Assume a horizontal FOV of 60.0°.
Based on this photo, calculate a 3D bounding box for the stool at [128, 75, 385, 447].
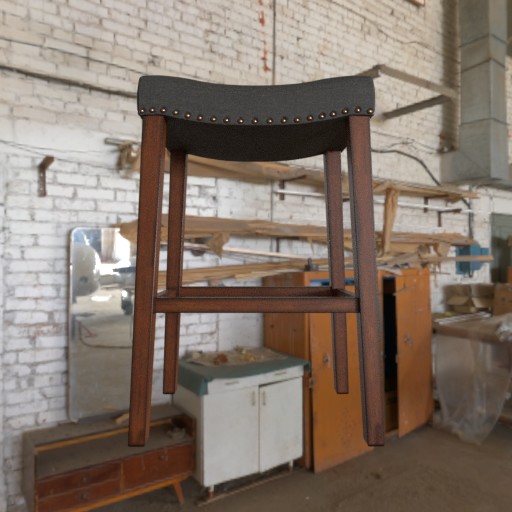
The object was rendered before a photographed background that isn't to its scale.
[{"bbox_3d":[0.000,0.000,1.049,0.502,0.748,0.366,0,0,0],"label":"stool"}]
